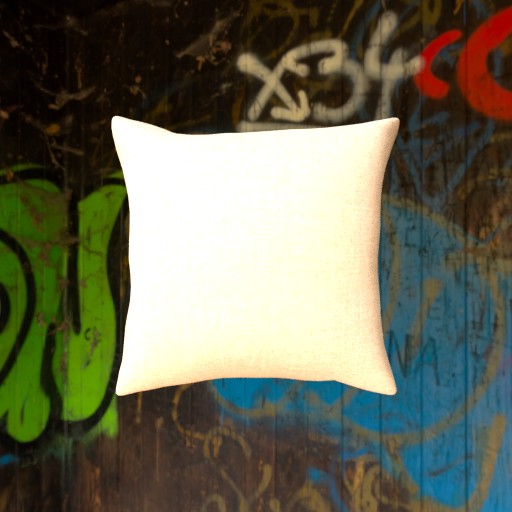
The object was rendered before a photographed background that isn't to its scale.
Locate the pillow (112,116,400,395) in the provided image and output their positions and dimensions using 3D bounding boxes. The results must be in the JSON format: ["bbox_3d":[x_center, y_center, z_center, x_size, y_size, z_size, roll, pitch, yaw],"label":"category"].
[{"bbox_3d":[0.000,0.000,0.638,0.414,0.399,0.173,0,0,0],"label":"pillow"}]
